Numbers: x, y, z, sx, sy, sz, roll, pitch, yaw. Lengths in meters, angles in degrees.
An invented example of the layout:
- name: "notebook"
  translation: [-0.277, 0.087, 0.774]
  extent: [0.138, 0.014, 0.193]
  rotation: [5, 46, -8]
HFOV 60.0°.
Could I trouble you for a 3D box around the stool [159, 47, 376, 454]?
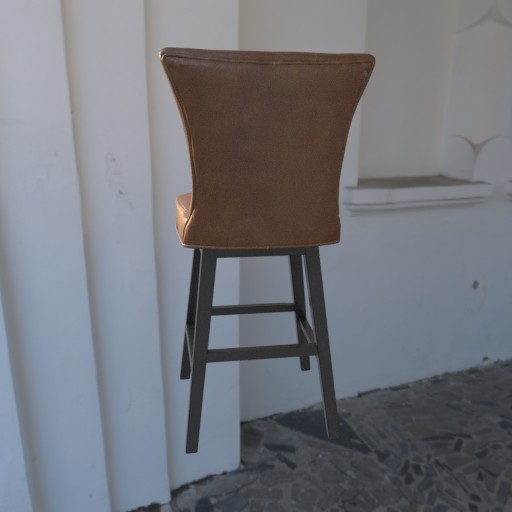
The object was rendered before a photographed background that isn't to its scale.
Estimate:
- name: "stool"
  translation: [0.000, 0.000, 1.381]
  extent: [0.522, 1.094, 0.585]
  rotation: [-2, 14, -8]
